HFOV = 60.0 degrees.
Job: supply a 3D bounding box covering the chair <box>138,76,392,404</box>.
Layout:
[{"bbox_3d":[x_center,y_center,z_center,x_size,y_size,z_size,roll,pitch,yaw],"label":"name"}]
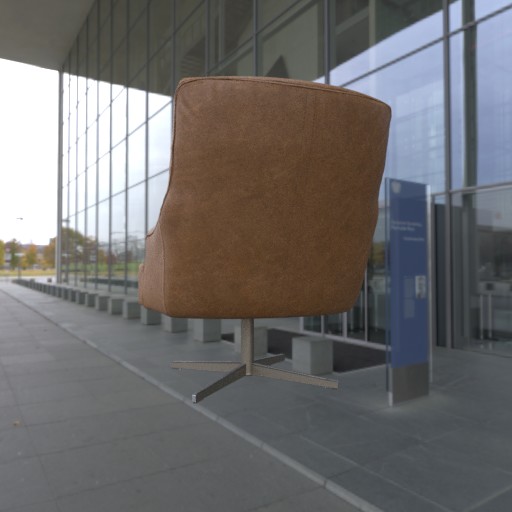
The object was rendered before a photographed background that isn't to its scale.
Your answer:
[{"bbox_3d":[0.000,0.000,1.505,0.729,0.869,0.874,0,-2,-18],"label":"chair"}]
